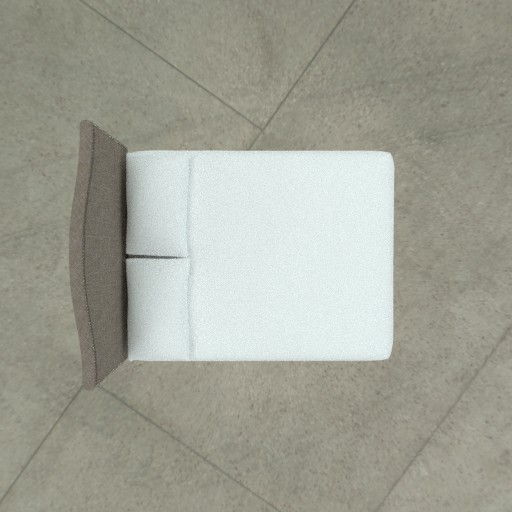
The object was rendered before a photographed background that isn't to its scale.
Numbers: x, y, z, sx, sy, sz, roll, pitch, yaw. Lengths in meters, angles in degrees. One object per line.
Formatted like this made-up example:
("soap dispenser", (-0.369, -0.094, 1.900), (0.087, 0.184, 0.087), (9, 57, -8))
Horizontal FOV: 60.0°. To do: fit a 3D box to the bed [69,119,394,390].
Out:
("bed", (0.000, 0.000, 3.253), (2.153, 1.518, 1.713), (0, 92, 0))
